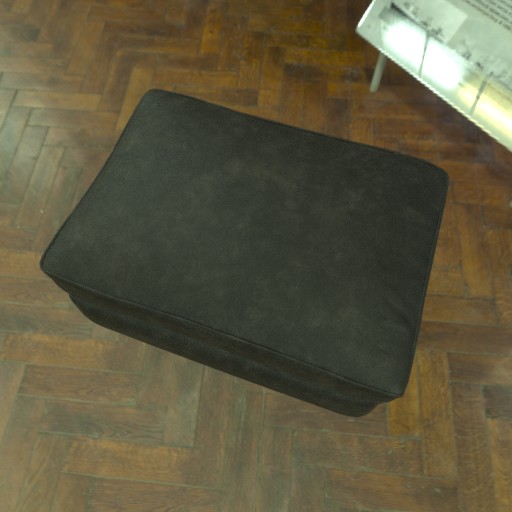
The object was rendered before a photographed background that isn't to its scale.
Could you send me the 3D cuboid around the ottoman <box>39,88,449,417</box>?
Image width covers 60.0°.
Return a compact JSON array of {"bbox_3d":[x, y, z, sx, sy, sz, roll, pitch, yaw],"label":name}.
[{"bbox_3d":[0.000,0.000,0.965,0.665,0.413,0.501,18,66,8],"label":"ottoman"}]
